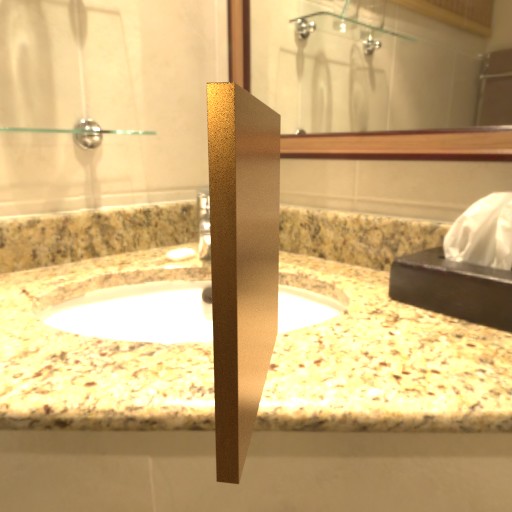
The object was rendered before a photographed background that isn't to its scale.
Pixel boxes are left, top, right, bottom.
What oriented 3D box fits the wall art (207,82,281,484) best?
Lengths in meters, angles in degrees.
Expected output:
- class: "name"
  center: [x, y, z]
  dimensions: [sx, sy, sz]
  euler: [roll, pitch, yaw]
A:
- class: "wall art"
  center: [0.000, 0.000, 0.465]
  dimensions: [0.019, 0.302, 0.302]
  euler: [2, 14, 8]
